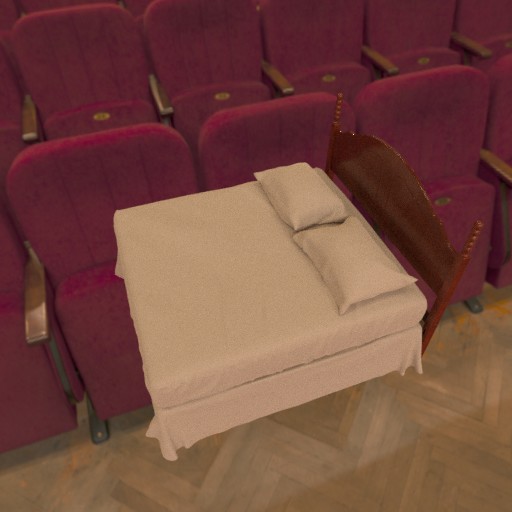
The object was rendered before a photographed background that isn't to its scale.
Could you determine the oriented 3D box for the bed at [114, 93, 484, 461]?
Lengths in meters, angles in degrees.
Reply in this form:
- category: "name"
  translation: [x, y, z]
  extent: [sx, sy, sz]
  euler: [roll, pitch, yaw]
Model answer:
- category: "bed"
  translation: [0.000, 0.000, 3.133]
  extent: [2.040, 1.356, 1.873]
  euler: [-15, 47, -14]
